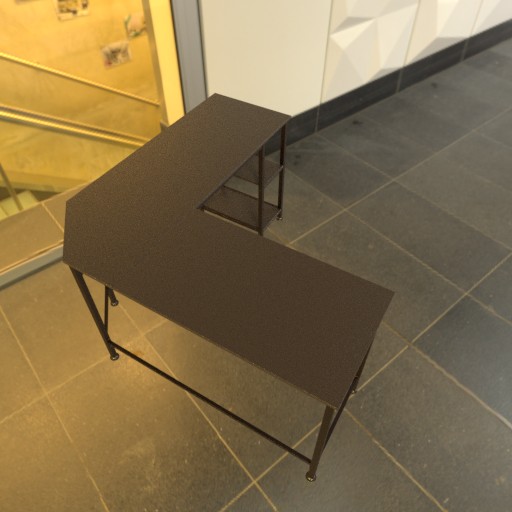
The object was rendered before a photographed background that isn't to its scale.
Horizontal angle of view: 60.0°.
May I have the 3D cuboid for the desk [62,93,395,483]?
[{"bbox_3d":[0.000,0.000,2.193,1.379,0.739,1.379,24,51,20],"label":"desk"}]
